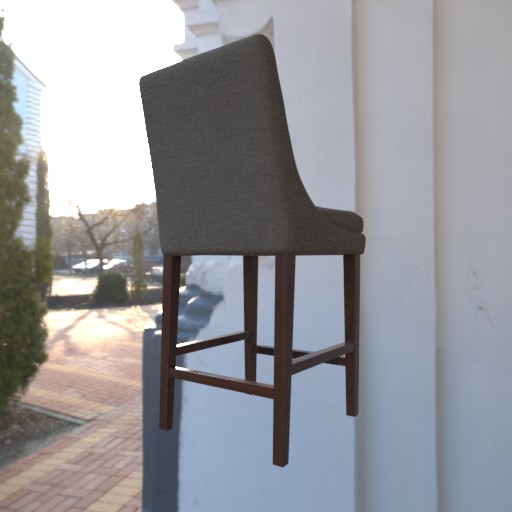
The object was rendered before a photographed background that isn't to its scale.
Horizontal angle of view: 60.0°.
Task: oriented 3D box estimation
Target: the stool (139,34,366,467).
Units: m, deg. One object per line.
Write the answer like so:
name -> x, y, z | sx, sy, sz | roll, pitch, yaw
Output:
stool -> 0.000, 0.000, 1.294 | 0.470, 0.981, 0.577 | -1, -1, 35
